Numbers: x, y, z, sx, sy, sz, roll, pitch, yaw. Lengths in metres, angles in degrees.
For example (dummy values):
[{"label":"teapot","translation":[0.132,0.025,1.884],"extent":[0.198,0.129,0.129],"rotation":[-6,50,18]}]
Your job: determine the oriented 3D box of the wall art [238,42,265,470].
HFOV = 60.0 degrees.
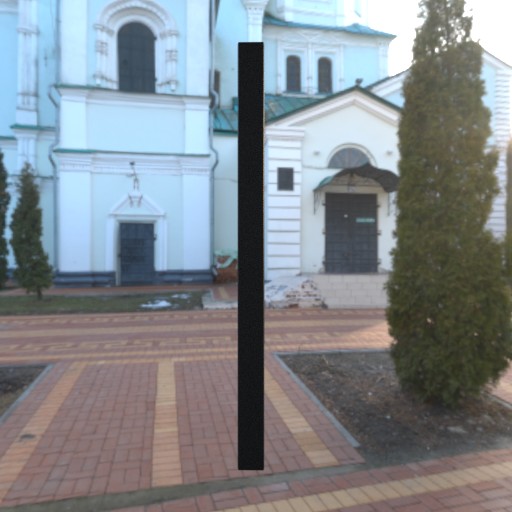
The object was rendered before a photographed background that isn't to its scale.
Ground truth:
[{"label":"wall art","translation":[0.000,0.000,0.752],"extent":[0.029,0.458,0.559],"rotation":[0,0,1]}]
